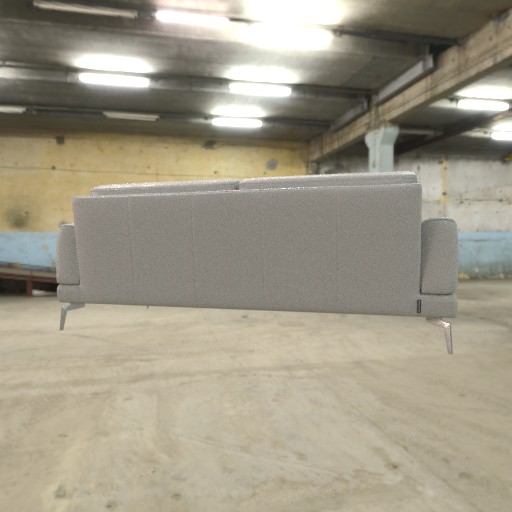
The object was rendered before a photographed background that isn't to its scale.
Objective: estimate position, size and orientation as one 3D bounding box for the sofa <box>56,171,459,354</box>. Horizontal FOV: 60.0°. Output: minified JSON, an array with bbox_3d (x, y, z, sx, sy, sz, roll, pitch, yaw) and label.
[{"bbox_3d":[0.000,0.000,2.427,1.940,0.765,0.974,0,1,16],"label":"sofa"}]
